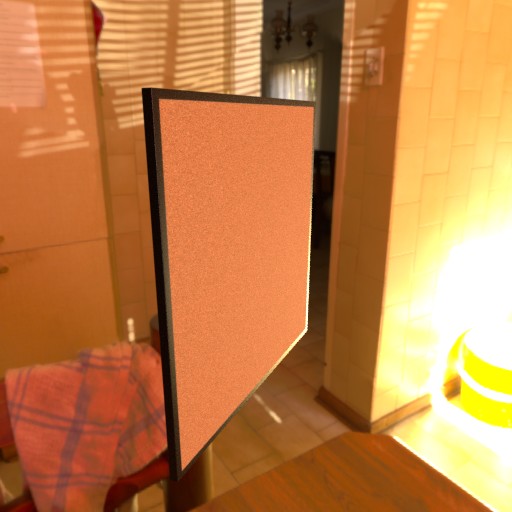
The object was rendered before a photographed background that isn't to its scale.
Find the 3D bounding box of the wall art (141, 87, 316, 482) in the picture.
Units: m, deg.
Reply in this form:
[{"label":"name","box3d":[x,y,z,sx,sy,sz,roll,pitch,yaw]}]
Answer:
[{"label":"wall art","box3d":[0.000,0.000,0.677,0.012,0.458,0.457,9,19,25]}]
